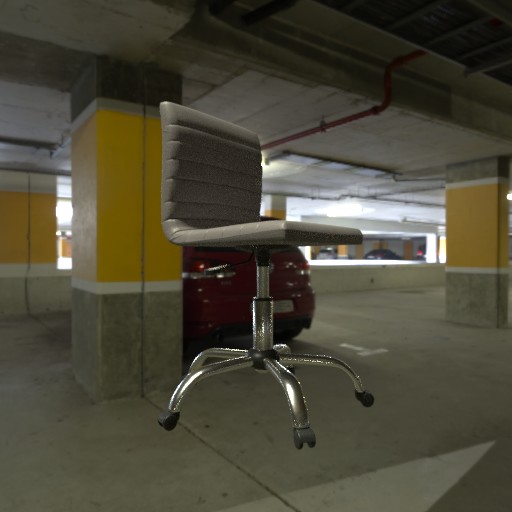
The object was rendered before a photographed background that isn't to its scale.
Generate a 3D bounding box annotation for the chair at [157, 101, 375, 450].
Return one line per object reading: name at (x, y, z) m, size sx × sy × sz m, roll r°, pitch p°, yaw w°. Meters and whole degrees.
chair at (0.000, 0.000, 1.171) m, size 0.530 × 0.780 × 0.556 m, roll 0°, pitch 0°, yaw 37°
